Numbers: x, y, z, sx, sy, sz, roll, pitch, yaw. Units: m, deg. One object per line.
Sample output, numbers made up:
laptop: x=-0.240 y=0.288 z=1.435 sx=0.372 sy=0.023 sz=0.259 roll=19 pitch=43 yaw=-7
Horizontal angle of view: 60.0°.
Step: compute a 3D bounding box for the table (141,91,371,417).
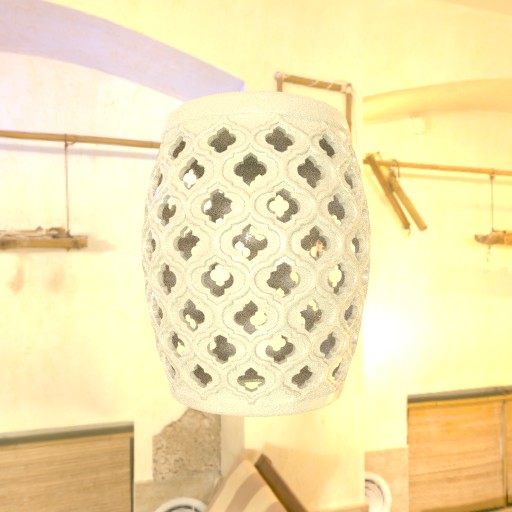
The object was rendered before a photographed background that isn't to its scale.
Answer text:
table: x=0.000 y=0.000 z=0.646 sx=0.325 sy=0.388 sz=0.325 roll=0 pitch=-2 yaw=0
